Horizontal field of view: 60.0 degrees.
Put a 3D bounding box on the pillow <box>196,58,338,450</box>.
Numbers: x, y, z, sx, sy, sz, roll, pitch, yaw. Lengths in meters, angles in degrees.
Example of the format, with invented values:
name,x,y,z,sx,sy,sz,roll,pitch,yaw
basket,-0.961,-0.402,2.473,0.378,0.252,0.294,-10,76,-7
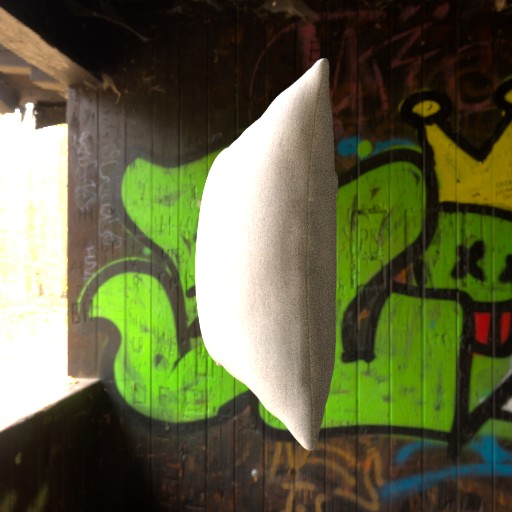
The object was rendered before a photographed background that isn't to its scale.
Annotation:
name,x,y,z,sx,sy,sz,roll,pitch,yaw
pillow,0.000,0.000,0.689,0.173,0.436,0.433,0,0,-18
